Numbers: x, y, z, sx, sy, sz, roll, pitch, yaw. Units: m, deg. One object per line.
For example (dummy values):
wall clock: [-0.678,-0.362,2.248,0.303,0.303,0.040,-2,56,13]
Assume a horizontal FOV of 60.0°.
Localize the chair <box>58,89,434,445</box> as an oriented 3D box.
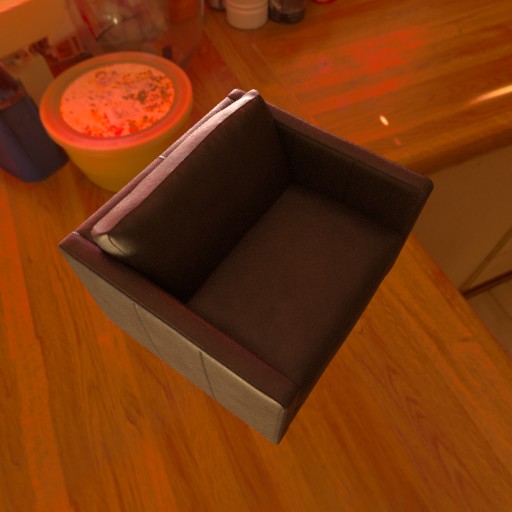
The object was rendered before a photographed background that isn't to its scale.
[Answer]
chair: [0.000,0.000,1.644,0.862,0.811,0.939,31,63,18]
